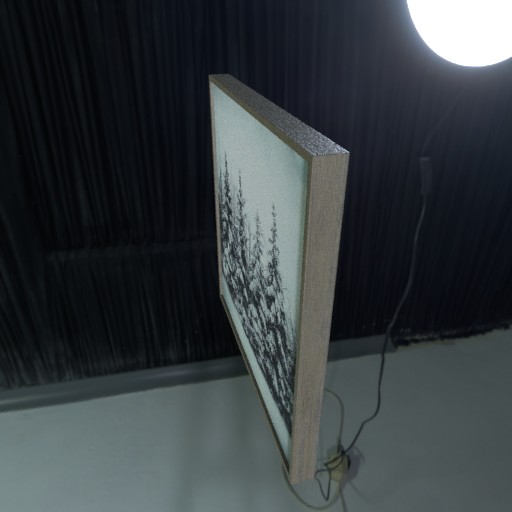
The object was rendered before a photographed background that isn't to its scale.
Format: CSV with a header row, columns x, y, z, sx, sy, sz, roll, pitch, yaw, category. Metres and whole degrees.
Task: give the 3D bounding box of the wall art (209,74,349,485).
x,y,z,sx,sy,sz,roll,pitch,yaw,category
0.000,0.000,0.753,0.037,0.507,0.507,-8,31,-14,wall art
